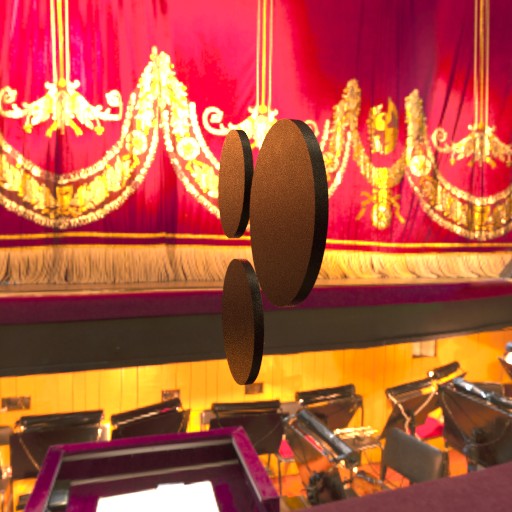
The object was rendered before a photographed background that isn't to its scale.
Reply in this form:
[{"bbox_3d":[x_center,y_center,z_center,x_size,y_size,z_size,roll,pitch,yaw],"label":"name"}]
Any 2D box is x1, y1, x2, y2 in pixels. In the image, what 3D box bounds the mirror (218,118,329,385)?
[{"bbox_3d":[0.000,0.000,3.205,0.076,2.096,2.160,-1,2,-17],"label":"mirror"}]
